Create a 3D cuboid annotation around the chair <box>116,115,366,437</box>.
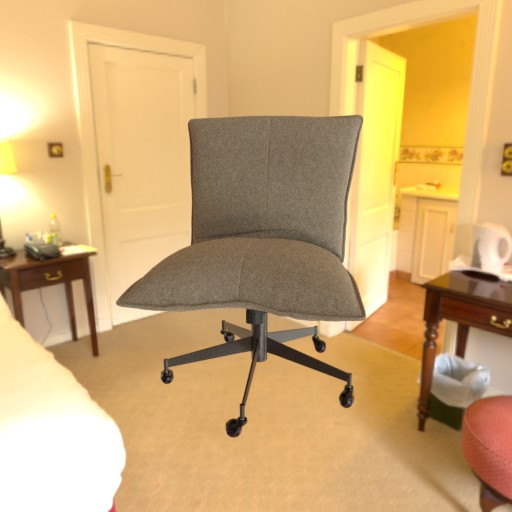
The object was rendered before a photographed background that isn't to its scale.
[{"bbox_3d":[0.000,0.000,1.282,0.597,0.811,0.696,3,15,10],"label":"chair"}]
